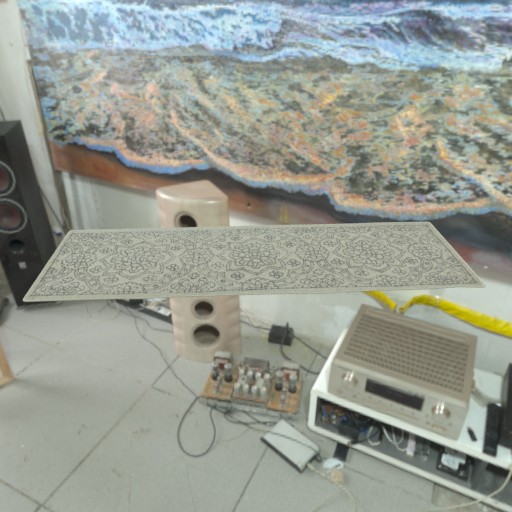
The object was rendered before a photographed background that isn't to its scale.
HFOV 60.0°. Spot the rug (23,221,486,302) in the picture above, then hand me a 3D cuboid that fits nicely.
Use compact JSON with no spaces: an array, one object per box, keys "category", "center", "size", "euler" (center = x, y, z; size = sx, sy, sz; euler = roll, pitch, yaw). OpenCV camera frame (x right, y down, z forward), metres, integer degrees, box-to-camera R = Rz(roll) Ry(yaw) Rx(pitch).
[{"category":"rug","center":[0.000,0.000,2.647],"size":[2.431,0.006,0.806],"euler":[-2,31,-3]}]
